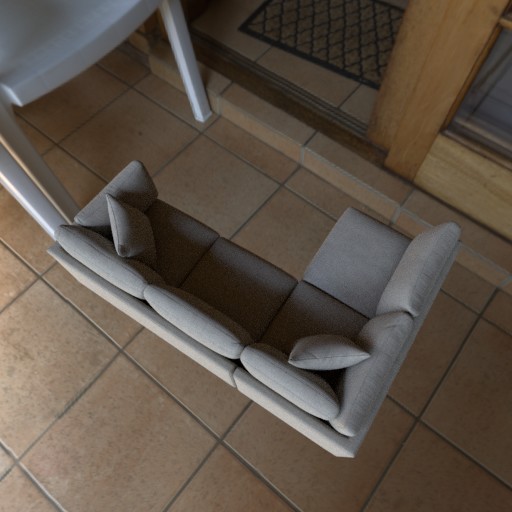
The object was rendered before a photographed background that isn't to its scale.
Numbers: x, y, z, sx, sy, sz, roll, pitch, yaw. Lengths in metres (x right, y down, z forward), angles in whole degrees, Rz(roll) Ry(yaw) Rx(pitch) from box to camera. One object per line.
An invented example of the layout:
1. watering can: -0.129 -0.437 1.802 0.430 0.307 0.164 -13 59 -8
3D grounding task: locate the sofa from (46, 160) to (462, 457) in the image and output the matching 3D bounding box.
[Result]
1. sofa: 0.000 0.000 3.888 2.896 0.978 1.994 30 68 14
